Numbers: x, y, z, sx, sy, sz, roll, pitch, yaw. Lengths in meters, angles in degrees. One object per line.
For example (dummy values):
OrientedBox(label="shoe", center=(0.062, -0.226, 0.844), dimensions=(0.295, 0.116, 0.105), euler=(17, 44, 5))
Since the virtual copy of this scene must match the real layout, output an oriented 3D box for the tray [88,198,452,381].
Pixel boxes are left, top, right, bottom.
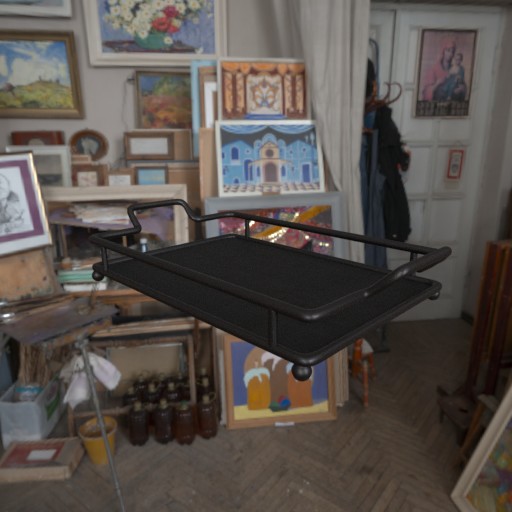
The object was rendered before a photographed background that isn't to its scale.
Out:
OrientedBox(label="tray", center=(0.000, 0.000, 0.621), dimensions=(0.495, 0.101, 0.297), euler=(15, 22, 42))
